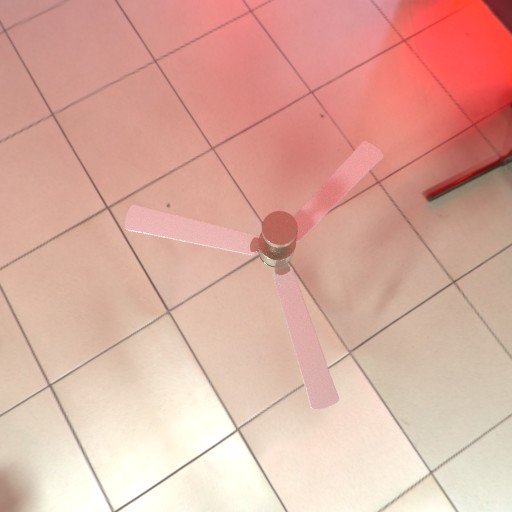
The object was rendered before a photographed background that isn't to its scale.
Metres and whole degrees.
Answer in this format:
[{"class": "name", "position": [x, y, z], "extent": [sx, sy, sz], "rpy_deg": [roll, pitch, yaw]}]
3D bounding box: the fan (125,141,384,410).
[{"class": "fan", "position": [0.000, 0.000, 2.327], "extent": [1.531, 0.446, 1.561], "rpy_deg": [0, 76, 0]}]
